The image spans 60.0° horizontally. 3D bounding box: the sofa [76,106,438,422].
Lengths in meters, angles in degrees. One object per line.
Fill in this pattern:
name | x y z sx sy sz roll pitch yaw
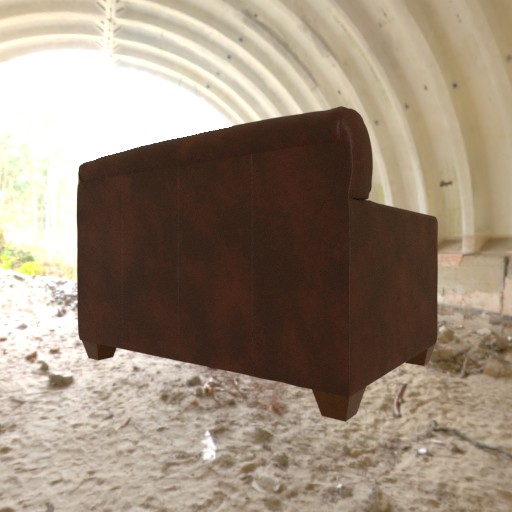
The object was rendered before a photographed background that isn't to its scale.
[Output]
sofa | 0.000 0.000 2.040 1.413 0.956 1.000 0 1 37
